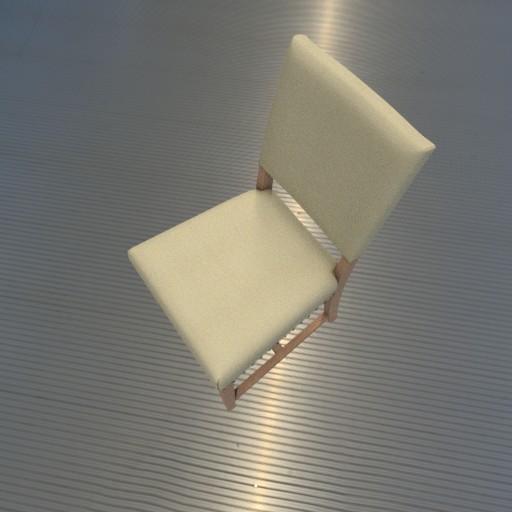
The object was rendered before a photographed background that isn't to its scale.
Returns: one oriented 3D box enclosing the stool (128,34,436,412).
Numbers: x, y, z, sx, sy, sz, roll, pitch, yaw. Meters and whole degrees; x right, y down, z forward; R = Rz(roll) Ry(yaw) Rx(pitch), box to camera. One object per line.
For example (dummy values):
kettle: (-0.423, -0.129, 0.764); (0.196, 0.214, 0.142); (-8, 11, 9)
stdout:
stool: (0.000, 0.000, 1.330); (0.623, 0.986, 0.508); (-33, 67, -16)
